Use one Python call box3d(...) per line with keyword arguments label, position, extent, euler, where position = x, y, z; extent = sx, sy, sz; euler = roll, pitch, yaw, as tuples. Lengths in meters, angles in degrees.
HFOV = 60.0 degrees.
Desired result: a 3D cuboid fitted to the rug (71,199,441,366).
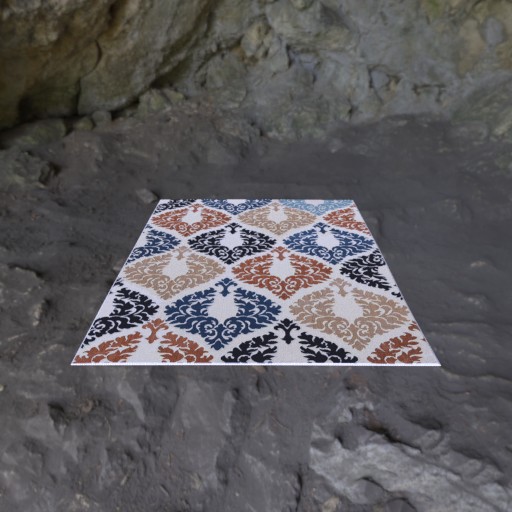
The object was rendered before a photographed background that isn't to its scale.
box3d(label="rug", position=(0.000, 0.000, 4.224), extent=(2.423, 0.014, 3.040), euler=(0, 28, 0))
